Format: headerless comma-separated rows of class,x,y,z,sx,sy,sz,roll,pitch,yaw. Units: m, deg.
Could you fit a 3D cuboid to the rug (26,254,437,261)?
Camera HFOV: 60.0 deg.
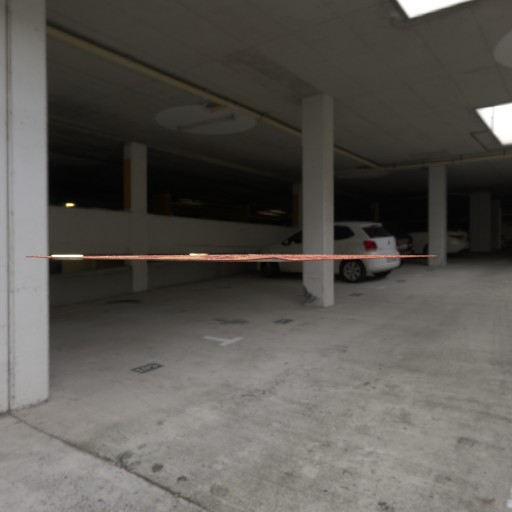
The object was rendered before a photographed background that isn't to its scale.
rug,0.000,0.000,4.170,2.489,0.030,3.086,0,1,36
